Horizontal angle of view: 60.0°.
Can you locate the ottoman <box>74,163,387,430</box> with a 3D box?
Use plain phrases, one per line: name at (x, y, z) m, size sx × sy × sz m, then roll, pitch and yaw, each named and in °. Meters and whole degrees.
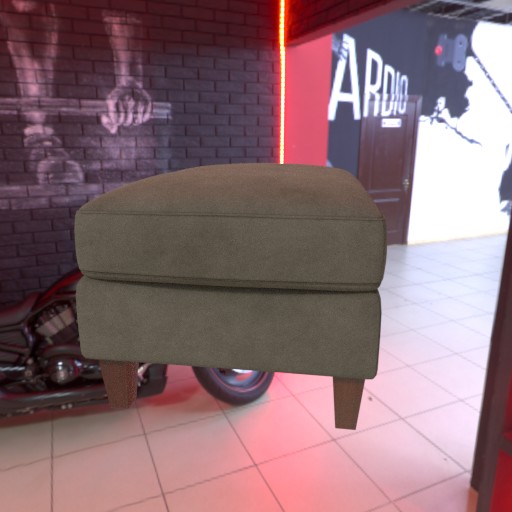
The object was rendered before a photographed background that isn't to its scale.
ottoman at (0.000, 0.000, 1.207) m, size 0.584 × 0.483 × 0.864 m, roll 2°, pitch 15°, yaw 8°
